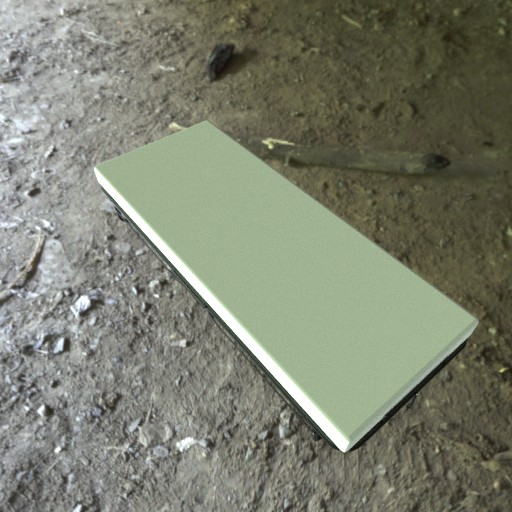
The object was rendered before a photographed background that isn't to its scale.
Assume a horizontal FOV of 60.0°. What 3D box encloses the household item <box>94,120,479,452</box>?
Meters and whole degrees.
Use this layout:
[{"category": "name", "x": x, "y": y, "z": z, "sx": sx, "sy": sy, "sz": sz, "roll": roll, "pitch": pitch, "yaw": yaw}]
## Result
[{"category": "household item", "x": 0.000, "y": 0.000, "z": 2.173, "sx": 0.787, "sy": 0.356, "sz": 1.905, "roll": -31, "pitch": 55, "yaw": -25}]
